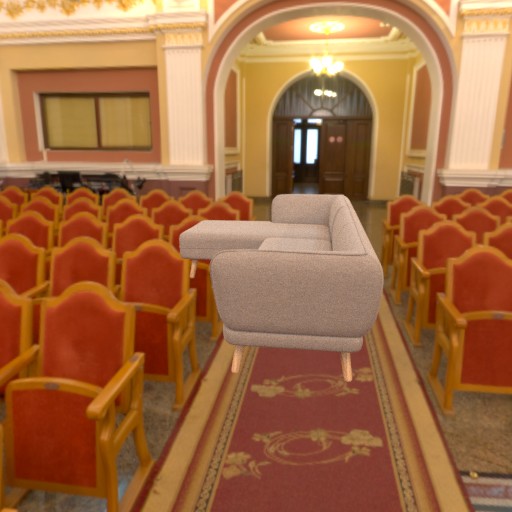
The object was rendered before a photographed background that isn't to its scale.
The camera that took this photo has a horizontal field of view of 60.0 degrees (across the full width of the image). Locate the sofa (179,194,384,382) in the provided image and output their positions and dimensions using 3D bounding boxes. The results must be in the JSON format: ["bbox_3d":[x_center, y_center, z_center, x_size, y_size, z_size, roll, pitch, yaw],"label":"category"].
[{"bbox_3d":[0.000,0.000,3.355,1.532,0.693,2.653,2,14,8],"label":"sofa"}]
